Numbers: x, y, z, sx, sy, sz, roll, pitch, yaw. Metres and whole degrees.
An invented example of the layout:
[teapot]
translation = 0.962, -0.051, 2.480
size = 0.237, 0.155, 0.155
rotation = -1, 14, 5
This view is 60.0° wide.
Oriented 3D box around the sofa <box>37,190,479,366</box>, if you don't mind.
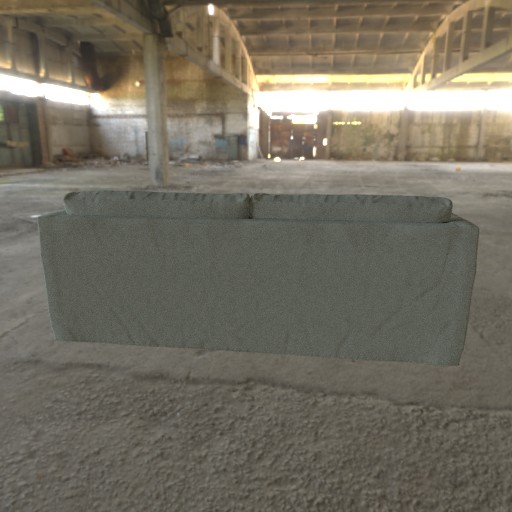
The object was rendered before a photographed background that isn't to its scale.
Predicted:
[sofa]
translation = 0.000, 0.000, 2.763
size = 2.312, 0.853, 0.962
rotation = 2, 15, 8
